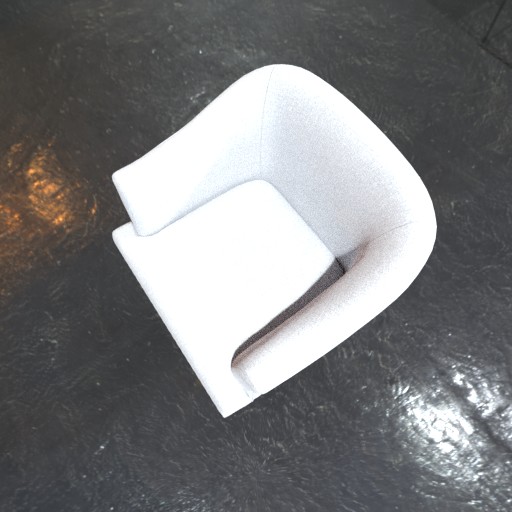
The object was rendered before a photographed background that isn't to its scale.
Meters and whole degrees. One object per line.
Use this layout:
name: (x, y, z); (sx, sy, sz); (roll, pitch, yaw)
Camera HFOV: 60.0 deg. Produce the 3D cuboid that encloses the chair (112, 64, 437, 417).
chair: (0.000, 0.000, 1.417); (0.704, 0.815, 0.798); (-32, 68, -15)
